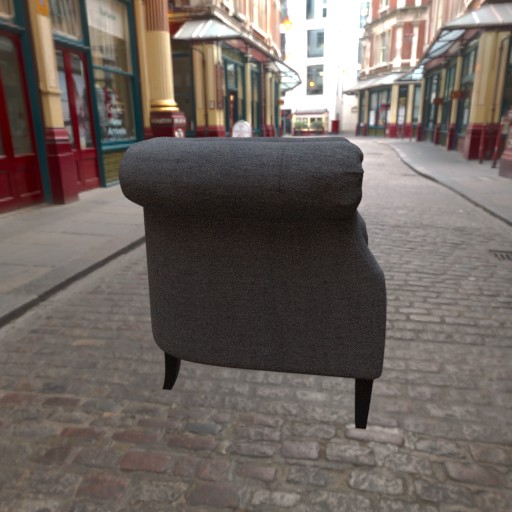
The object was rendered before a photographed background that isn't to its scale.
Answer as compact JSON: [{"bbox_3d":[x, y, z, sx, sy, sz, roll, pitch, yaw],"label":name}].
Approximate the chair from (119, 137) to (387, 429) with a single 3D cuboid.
[{"bbox_3d":[0.000,0.000,1.598,0.852,0.827,0.905,3,16,9],"label":"chair"}]
